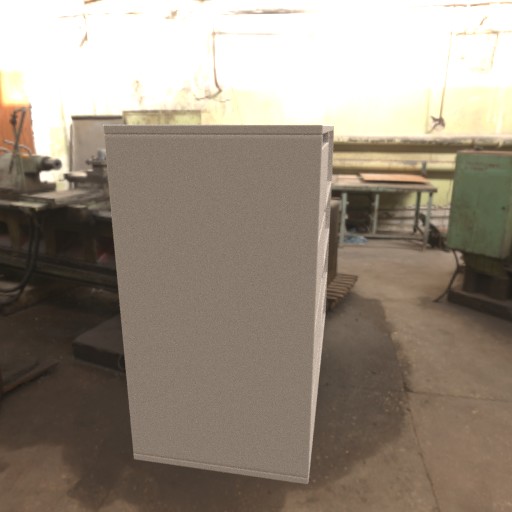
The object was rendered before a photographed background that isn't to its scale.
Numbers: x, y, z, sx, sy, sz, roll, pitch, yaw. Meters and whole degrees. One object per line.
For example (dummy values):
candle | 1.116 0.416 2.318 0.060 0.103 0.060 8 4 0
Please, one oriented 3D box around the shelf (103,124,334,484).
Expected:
shelf | 0.000 0.000 1.294 0.396 0.732 0.895 3 17 10
